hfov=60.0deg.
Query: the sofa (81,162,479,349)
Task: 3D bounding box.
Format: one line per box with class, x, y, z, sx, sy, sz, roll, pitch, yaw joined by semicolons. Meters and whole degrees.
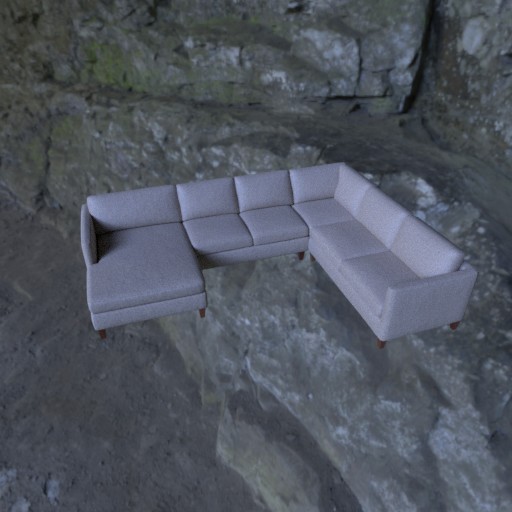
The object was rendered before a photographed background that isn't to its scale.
sofa;0.000;0.000;4.624;3.403;0.889;2.551;-10;35;-15
